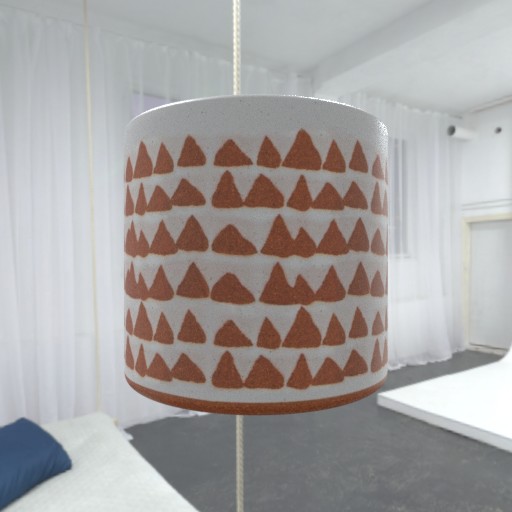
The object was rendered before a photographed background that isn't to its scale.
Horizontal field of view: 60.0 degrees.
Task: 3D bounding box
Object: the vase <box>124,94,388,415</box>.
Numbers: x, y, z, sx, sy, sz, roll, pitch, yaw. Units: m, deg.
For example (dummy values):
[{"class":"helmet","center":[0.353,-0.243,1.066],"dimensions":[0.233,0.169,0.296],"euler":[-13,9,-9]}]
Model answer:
[{"class":"vase","center":[0.000,0.000,0.240],"dimensions":[0.137,0.127,0.137],"euler":[0,0,0]}]
